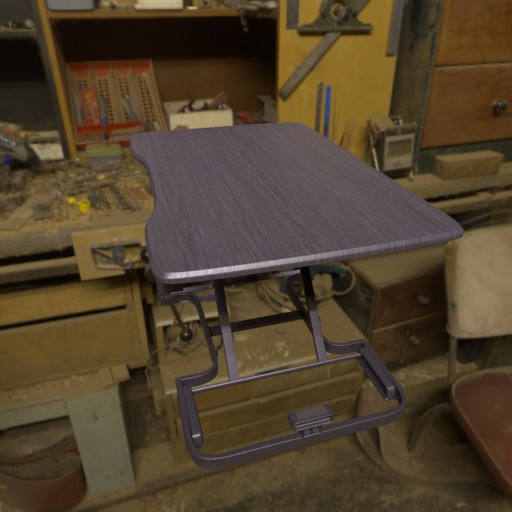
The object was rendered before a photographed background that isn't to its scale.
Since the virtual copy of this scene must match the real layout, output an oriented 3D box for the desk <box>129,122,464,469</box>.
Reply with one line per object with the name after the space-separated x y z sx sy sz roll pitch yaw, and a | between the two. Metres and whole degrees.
0.000 0.000 1.148 0.546 0.470 0.820 -8 31 -14 | desk
